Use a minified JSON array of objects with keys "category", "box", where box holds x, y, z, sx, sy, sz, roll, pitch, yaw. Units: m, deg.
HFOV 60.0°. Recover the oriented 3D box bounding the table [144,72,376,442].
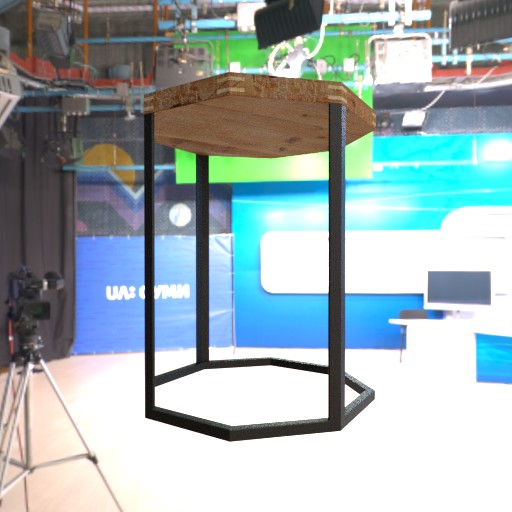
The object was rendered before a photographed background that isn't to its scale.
[{"category":"table","box":[0.000,0.000,0.875,0.458,0.543,0.458,0,1,-35]}]
